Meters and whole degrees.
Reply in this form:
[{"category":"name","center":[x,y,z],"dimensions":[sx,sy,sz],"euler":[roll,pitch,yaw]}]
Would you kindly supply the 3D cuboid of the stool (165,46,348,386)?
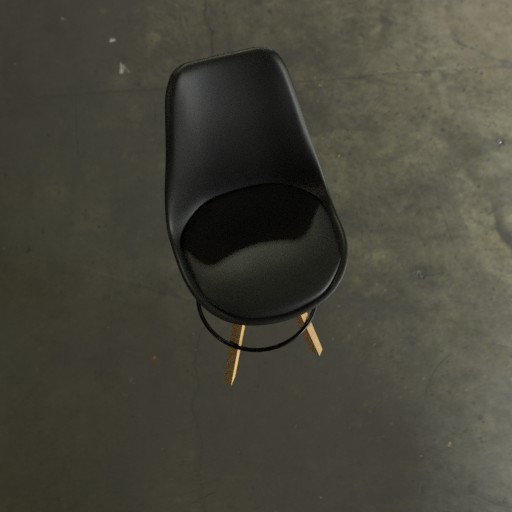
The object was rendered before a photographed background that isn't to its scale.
[{"category":"stool","center":[0.000,0.000,1.419],"dimensions":[0.485,1.115,0.550],"euler":[-16,65,-8]}]
